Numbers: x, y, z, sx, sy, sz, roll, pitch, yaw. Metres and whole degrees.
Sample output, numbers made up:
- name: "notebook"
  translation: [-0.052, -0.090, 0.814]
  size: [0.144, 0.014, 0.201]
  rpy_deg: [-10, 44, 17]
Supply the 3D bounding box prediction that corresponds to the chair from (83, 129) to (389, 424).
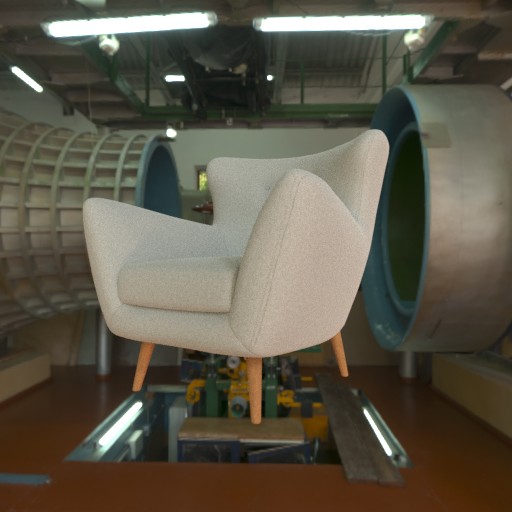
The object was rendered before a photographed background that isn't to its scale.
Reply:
- name: "chair"
  translation: [0.000, 0.000, 1.591]
  size: [0.890, 0.889, 0.889]
  rpy_deg: [0, -1, 36]
